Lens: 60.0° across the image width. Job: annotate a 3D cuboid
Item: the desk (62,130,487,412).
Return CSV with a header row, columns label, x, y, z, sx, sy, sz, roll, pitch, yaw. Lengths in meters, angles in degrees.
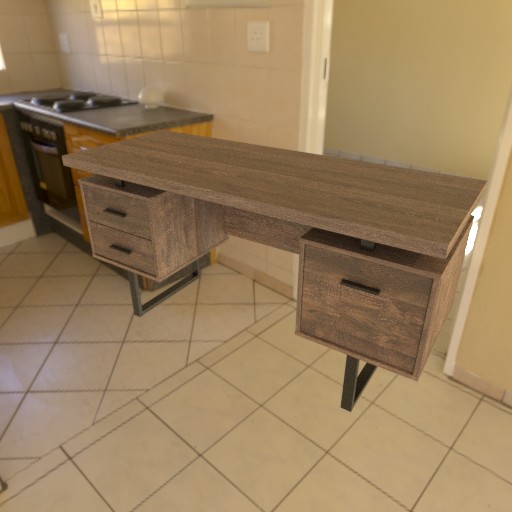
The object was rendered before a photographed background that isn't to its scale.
label,x,y,z,sx,sy,sz,roll,pitch,yaw
desk,0.000,0.000,1.859,1.524,0.760,0.600,17,32,29
